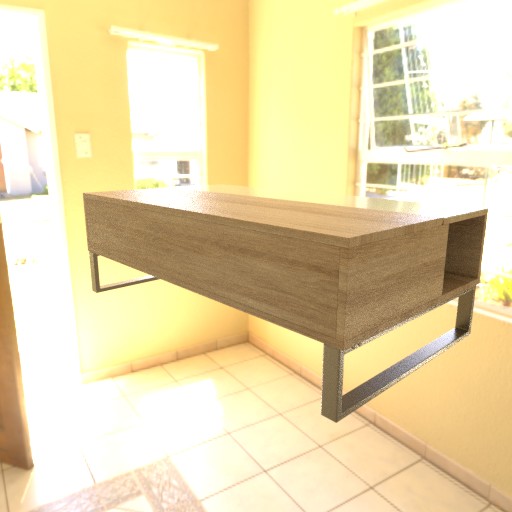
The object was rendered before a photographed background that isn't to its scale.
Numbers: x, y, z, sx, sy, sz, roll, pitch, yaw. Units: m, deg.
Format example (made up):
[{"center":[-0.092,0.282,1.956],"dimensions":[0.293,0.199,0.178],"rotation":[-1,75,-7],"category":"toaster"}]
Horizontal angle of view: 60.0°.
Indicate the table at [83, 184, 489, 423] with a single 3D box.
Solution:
[{"center":[0.000,0.000,1.365],"dimensions":[0.600,0.350,1.100],"rotation":[-12,18,-41],"category":"table"}]
